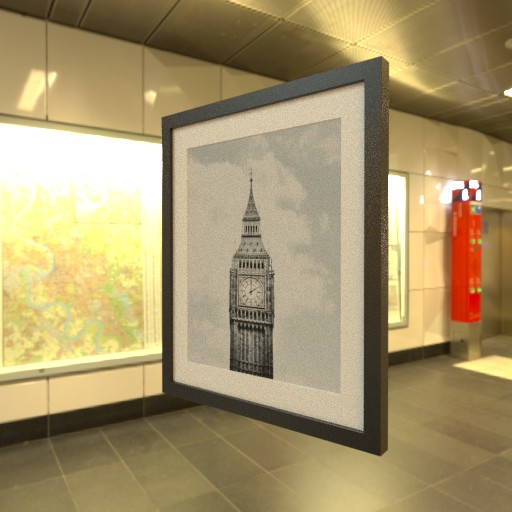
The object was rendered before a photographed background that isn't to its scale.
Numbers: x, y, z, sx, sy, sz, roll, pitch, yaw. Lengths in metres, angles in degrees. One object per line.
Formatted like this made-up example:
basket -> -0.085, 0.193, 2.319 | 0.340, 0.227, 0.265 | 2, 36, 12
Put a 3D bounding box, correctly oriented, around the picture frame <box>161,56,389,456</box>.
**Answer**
picture frame -> 0.000, 0.000, 0.767 | 0.460, 0.556, 0.028 | 0, 1, 38
